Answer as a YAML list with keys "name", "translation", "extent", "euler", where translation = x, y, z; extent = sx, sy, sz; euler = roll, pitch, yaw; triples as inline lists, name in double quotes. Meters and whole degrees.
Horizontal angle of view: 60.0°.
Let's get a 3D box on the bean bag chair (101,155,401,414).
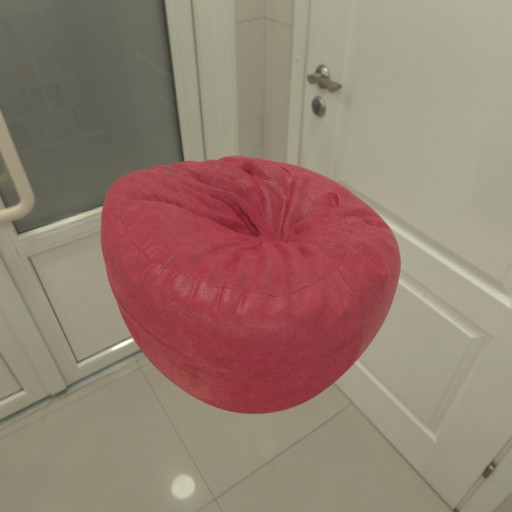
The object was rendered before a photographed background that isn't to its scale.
- name: "bean bag chair"
  translation: [0.000, 0.000, 2.414]
  extent: [1.524, 0.878, 1.524]
  euler: [-24, 47, -25]
